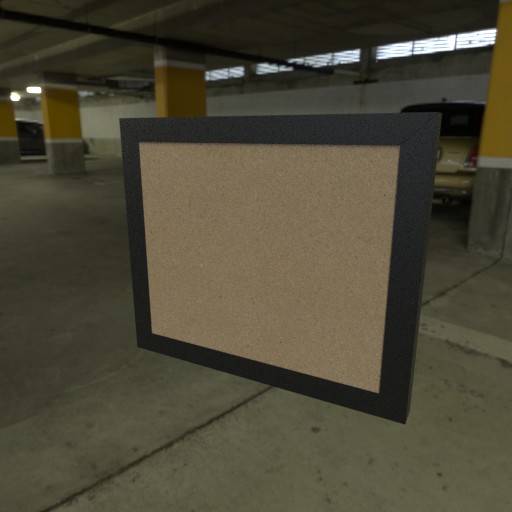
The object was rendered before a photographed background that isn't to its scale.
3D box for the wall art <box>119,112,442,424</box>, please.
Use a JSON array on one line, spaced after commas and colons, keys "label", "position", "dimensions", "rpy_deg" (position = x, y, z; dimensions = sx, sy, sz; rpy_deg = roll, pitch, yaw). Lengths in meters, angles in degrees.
[{"label": "wall art", "position": [0.000, 0.000, 0.533], "dimensions": [0.381, 0.321, 0.028], "rpy_deg": [8, 18, 27]}]
